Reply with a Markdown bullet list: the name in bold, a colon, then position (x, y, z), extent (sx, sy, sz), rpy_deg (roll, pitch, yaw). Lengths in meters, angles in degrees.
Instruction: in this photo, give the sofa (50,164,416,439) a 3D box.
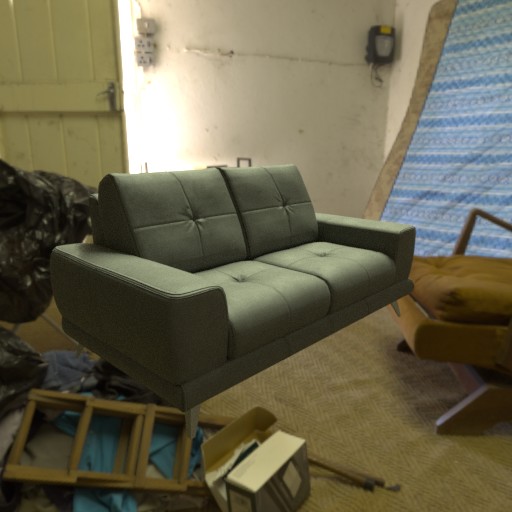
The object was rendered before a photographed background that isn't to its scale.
- **sofa**: position (0.000, 0.000, 2.365), extent (1.018, 0.907, 1.806), rpy_deg (13, 19, 42)
